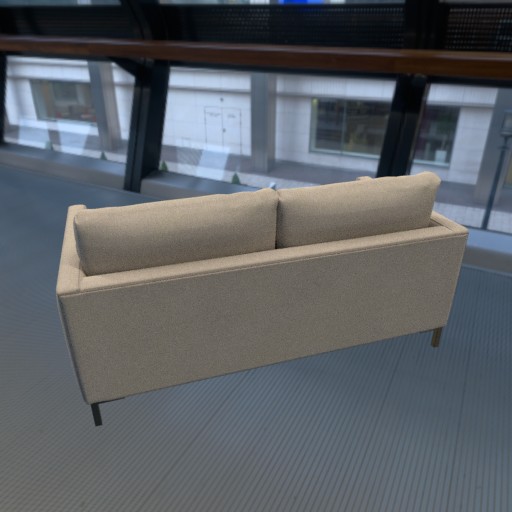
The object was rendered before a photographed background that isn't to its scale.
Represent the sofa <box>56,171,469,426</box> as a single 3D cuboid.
[{"bbox_3d":[0.000,0.000,2.124,1.682,0.840,0.875,-8,28,-16],"label":"sofa"}]
